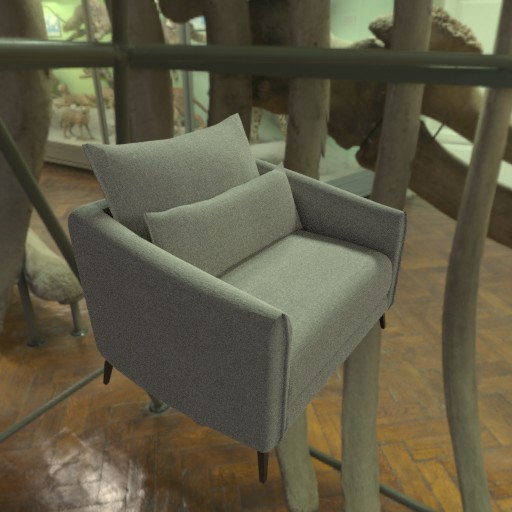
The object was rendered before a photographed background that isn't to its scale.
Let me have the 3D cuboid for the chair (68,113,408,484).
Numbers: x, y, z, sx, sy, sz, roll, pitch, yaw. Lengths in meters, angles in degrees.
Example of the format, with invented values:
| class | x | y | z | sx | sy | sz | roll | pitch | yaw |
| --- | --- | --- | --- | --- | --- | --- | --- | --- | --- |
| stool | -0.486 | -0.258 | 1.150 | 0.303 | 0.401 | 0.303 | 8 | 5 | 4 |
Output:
| class | x | y | z | sx | sy | sz | roll | pitch | yaw |
| --- | --- | --- | --- | --- | --- | --- | --- | --- | --- |
| chair | 0.000 | 0.000 | 1.597 | 0.801 | 0.856 | 1.029 | 17 | 30 | 32 |
